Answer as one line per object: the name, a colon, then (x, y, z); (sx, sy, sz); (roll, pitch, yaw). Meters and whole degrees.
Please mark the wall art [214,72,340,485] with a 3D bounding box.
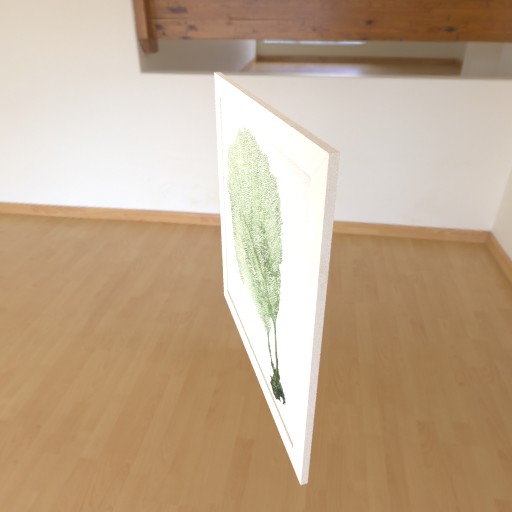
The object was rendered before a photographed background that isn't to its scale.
wall art: (0.000, 0.000, 0.860); (0.013, 0.584, 0.584); (-9, 32, -14)
